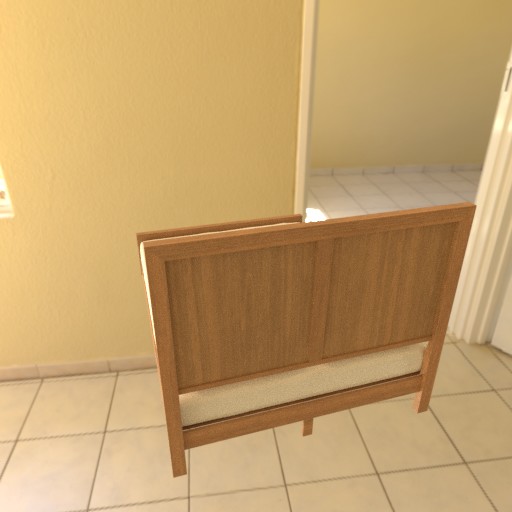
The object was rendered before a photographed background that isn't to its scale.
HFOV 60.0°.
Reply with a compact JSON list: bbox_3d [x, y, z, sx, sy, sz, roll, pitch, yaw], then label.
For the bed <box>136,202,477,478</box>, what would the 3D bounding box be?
[{"bbox_3d":[0.000,0.000,3.220,1.606,1.387,2.184,-8,28,-15],"label":"bed"}]
